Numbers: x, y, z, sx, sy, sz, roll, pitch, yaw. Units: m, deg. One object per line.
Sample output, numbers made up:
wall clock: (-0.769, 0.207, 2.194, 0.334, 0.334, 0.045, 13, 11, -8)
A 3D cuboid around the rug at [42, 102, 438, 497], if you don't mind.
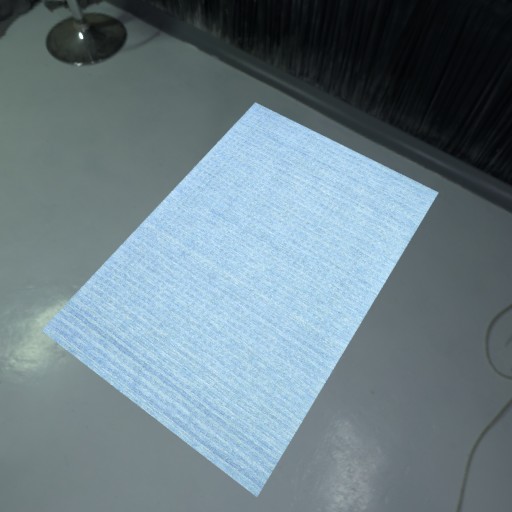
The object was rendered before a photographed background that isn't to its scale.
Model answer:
rug: (0.000, 0.000, 3.671, 1.982, 0.006, 2.895, 31, 66, 15)
